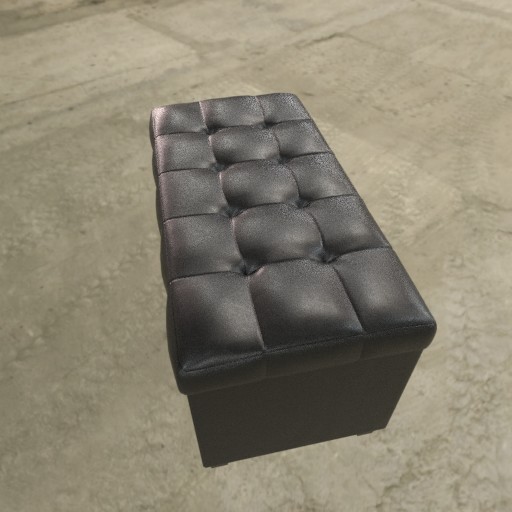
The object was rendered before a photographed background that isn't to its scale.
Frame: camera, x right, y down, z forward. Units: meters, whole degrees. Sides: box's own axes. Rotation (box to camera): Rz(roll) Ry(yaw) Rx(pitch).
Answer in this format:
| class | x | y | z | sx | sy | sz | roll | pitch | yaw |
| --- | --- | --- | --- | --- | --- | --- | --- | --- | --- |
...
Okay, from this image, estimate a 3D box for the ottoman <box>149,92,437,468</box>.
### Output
| class | x | y | z | sx | sy | sz | roll | pitch | yaw |
| --- | --- | --- | --- | --- | --- | --- | --- | --- | --- |
| ottoman | 0.000 | 0.000 | 1.095 | 0.432 | 0.470 | 0.838 | -9 | 46 | -8 |
